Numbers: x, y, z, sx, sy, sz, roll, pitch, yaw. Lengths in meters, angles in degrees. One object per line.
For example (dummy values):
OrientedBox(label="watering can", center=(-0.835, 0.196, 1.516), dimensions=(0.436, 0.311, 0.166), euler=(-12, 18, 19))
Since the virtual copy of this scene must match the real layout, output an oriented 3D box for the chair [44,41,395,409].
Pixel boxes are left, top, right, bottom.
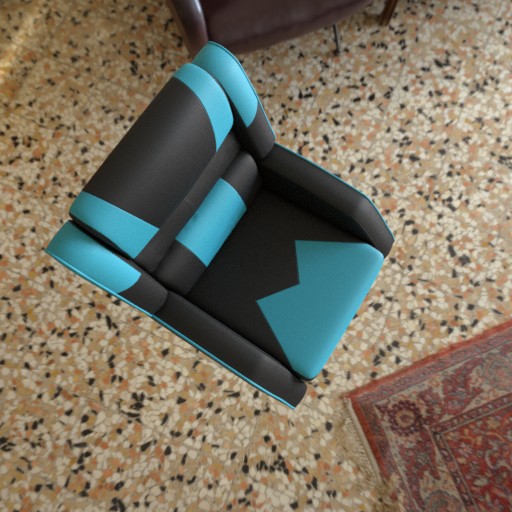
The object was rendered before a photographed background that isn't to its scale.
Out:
OrientedBox(label="chair", center=(0.000, 0.000, 1.280), dimensions=(0.672, 0.805, 0.620), euler=(32, 78, 7))
